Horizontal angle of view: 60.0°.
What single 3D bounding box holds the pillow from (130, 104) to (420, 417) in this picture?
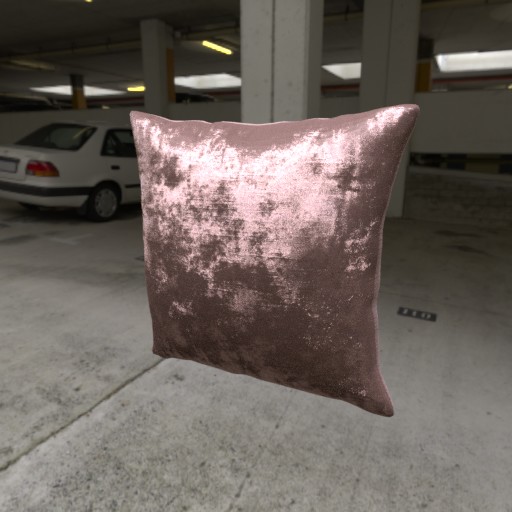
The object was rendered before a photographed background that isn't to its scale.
[{"bbox_3d":[0.000,0.000,0.724,0.470,0.464,0.175,7,16,24],"label":"pillow"}]
